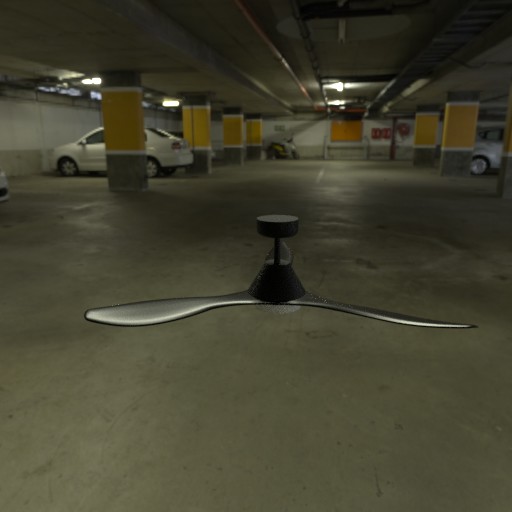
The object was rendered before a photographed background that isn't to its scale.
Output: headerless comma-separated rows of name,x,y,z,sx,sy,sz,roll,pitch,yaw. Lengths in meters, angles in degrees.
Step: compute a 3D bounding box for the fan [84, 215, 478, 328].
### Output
fan,0.000,0.000,1.595,1.067,0.305,1.067,-2,15,-7
